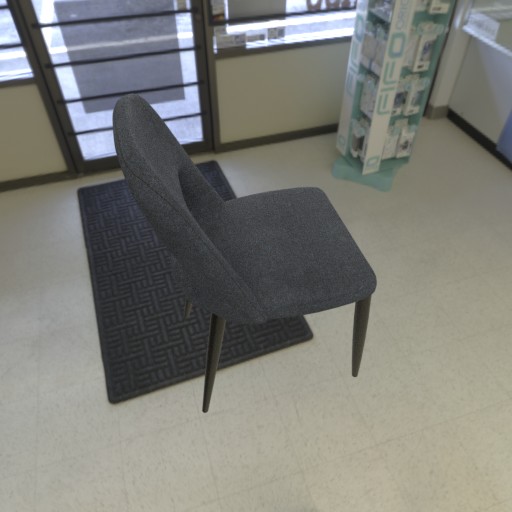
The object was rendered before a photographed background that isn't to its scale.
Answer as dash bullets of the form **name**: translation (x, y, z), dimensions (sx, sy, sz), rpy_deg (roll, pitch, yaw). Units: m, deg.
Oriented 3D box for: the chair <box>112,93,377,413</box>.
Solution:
- **chair**: translation (0.000, 0.000, 1.286), dimensions (0.612, 0.931, 0.470), rpy_deg (-11, 46, -11)
